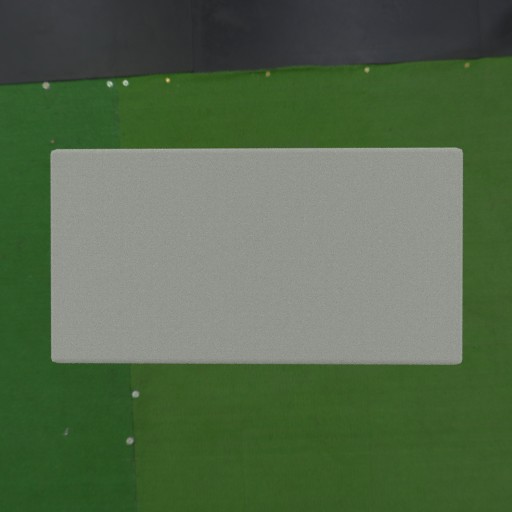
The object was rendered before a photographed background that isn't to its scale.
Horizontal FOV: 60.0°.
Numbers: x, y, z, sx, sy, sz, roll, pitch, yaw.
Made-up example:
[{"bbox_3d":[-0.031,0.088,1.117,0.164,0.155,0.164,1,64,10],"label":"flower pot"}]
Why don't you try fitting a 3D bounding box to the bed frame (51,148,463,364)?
[{"bbox_3d":[0.000,0.000,3.121,2.635,0.680,1.393,0,90,1],"label":"bed frame"}]
